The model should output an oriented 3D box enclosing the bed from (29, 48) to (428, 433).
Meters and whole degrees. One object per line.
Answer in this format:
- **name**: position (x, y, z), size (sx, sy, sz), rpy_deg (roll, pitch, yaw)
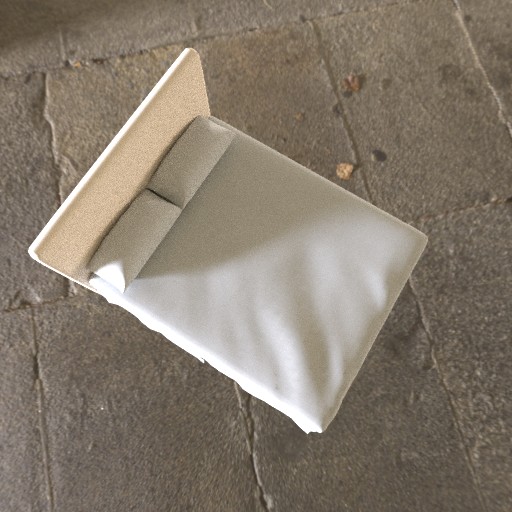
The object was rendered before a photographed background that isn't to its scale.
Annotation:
- **bed**: position (0.000, 0.000, 3.225), size (2.142, 1.330, 1.748), rpy_deg (31, 77, 8)
